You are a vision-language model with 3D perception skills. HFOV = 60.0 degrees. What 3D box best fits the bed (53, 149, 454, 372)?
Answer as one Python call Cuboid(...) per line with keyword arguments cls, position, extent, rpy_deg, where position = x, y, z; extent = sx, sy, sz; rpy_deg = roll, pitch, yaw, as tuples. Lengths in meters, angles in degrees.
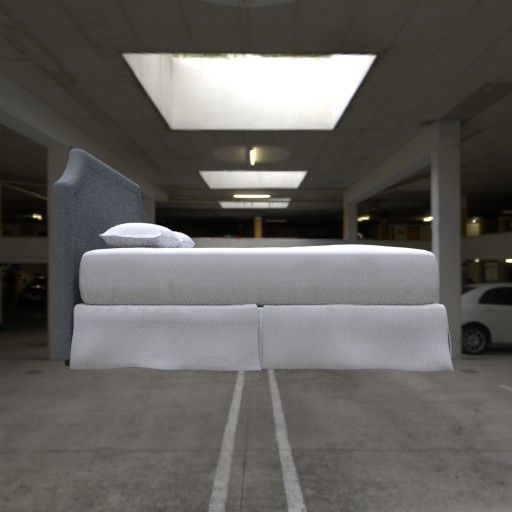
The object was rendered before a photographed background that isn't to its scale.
Cuboid(cls="bed", position=(0.000, 0.000, 3.337), extent=(2.259, 1.296, 1.811), rpy_deg=(0, 0, 0))
